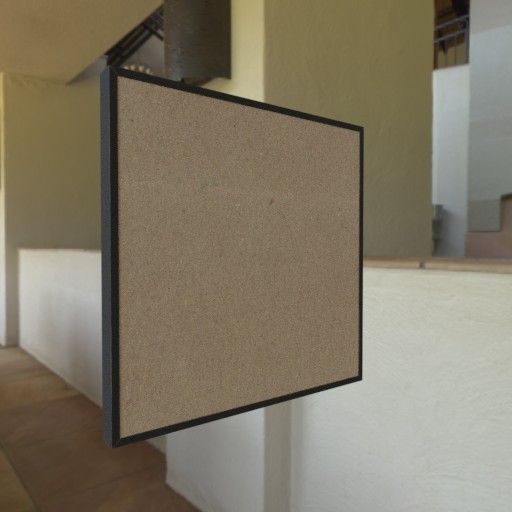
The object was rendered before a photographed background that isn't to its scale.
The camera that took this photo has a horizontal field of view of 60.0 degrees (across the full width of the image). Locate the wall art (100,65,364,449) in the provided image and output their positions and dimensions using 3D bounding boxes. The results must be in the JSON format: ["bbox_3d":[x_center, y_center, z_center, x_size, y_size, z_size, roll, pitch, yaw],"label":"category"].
[{"bbox_3d":[0.000,0.000,0.752,0.508,0.508,0.038,-1,2,-37],"label":"wall art"}]
